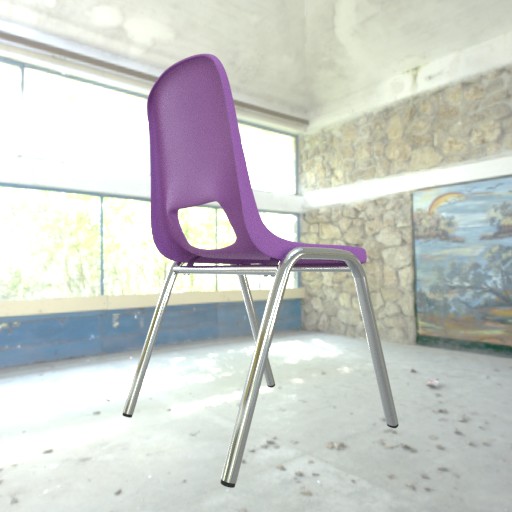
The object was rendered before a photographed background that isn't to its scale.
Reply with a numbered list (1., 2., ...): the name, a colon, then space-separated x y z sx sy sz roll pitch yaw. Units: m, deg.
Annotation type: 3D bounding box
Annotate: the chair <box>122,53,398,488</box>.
1. chair: 0.000 0.000 0.666 0.301 0.493 0.291 1 -2 -38
